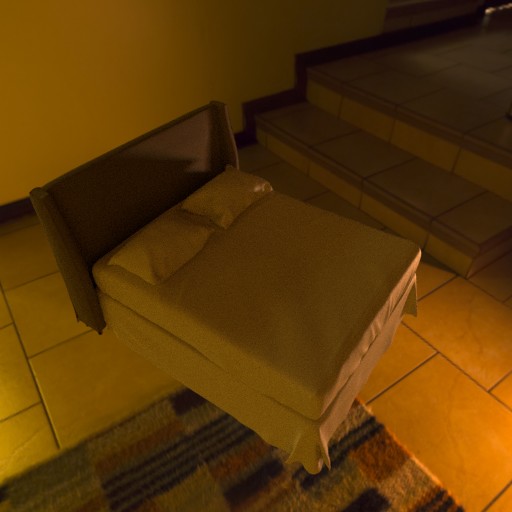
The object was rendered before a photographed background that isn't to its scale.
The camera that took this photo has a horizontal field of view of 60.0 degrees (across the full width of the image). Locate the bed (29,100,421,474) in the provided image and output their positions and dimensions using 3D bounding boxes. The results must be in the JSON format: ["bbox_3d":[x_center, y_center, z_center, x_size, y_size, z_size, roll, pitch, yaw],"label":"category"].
[{"bbox_3d":[0.000,0.000,3.354,2.276,1.332,1.925,25,46,26],"label":"bed"}]
